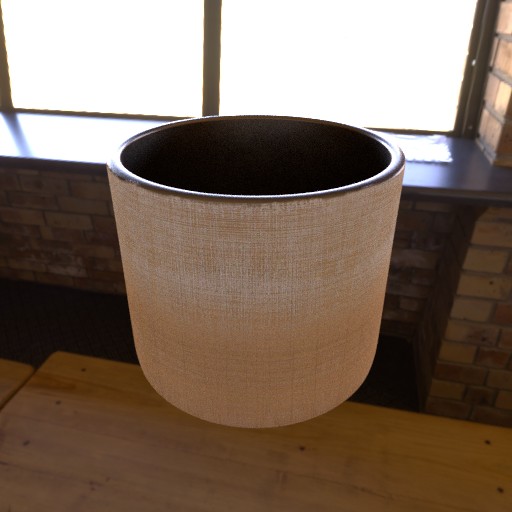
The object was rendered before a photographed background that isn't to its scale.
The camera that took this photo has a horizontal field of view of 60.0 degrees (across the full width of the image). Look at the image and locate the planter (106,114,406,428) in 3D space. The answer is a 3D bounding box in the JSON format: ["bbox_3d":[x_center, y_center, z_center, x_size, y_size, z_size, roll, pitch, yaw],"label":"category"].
[{"bbox_3d":[0.000,0.000,0.437,0.254,0.221,0.254,0,30,0],"label":"planter"}]
